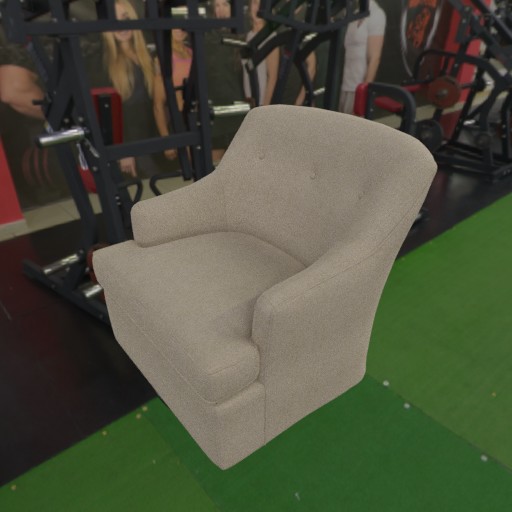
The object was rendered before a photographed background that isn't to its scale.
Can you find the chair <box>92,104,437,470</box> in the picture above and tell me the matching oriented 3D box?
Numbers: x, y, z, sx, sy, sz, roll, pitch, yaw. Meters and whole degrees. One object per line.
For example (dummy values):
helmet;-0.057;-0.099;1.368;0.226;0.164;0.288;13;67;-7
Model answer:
chair;0.000;0.000;1.563;0.923;0.856;0.864;-22;37;-32
